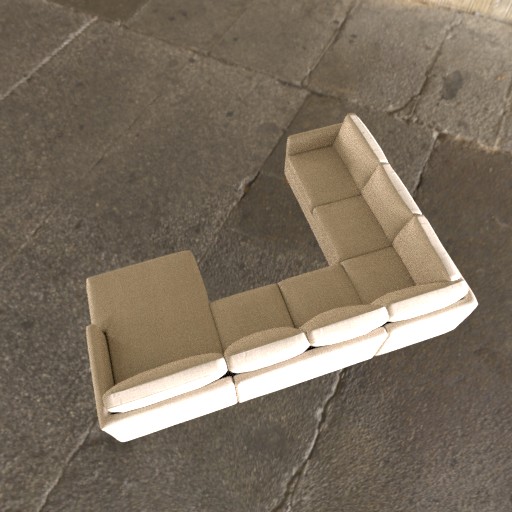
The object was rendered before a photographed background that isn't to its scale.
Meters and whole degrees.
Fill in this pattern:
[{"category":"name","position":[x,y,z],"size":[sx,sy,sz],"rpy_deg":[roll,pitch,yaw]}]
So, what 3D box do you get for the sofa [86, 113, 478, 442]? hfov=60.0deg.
[{"category":"sofa","position":[0.000,0.000,4.580],"size":[3.460,0.961,2.594],"rpy_deg":[-16,60,-9]}]
